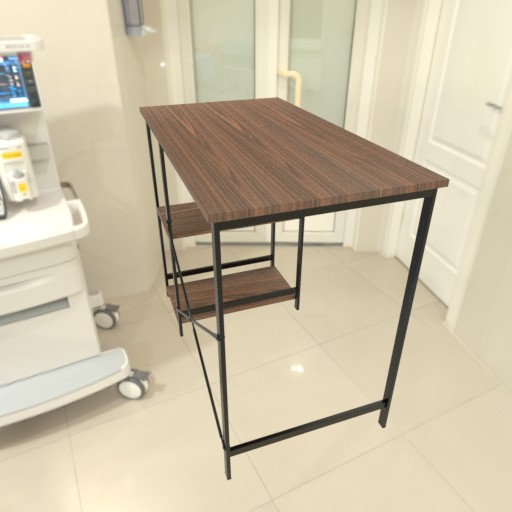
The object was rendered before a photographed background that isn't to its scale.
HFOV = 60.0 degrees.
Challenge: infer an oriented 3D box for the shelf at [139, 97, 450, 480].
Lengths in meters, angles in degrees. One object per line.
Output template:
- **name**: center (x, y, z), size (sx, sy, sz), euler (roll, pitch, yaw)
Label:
- **shelf**: center (0.000, 0.000, 1.368), size (0.498, 0.750, 0.902), euler (-10, 32, -17)
